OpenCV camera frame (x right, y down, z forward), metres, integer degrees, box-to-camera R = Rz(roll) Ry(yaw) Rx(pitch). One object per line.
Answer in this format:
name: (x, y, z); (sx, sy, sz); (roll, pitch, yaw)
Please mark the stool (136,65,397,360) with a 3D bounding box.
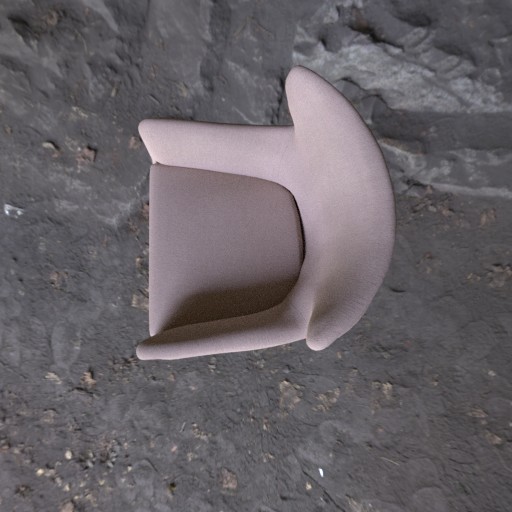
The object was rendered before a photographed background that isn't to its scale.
stool: (0.000, 0.000, 1.326); (0.570, 0.951, 0.601); (-3, 76, -1)
